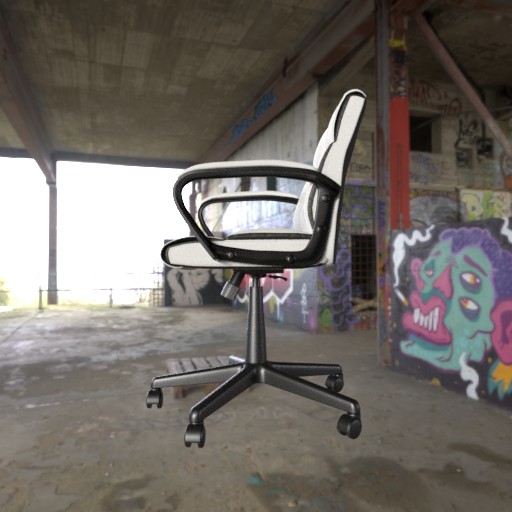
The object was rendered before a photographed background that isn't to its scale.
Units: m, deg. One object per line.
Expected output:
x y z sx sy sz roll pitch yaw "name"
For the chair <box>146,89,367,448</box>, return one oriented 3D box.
0.000 0.000 1.493 0.717 1.004 0.739 0 -1 1 "chair"
